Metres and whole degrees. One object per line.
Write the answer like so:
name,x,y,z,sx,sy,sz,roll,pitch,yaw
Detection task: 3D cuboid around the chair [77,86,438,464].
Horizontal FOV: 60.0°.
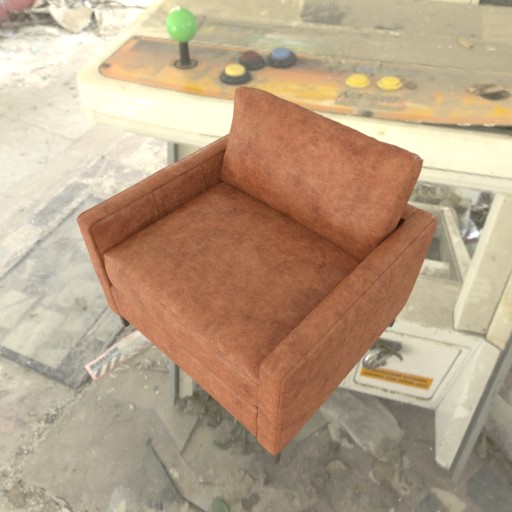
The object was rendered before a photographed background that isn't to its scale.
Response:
chair,0.000,0.000,1.649,0.967,0.869,0.862,33,53,28
